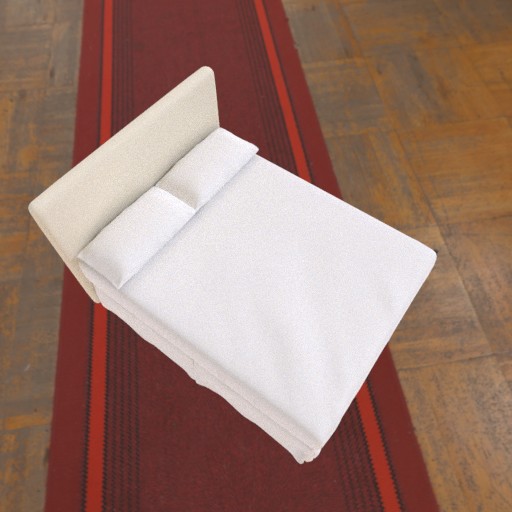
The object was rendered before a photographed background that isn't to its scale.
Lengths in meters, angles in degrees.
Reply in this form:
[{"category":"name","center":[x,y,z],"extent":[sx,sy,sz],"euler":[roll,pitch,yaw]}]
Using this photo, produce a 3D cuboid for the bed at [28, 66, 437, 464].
[{"category":"bed","center":[0.000,0.000,3.168],"extent":[2.147,1.330,1.714],"euler":[32,64,18]}]
